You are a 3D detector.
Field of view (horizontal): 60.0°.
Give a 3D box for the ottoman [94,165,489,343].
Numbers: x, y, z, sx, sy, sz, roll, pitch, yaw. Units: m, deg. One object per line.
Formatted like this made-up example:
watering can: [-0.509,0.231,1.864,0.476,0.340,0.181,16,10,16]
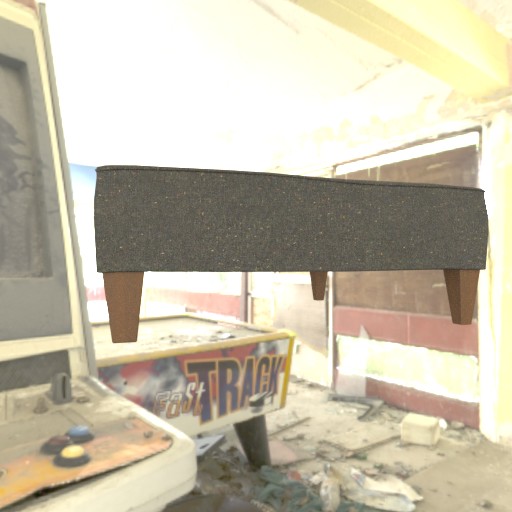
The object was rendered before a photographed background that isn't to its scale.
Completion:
ottoman: [0.000,0.000,1.485,1.004,0.382,0.968,0,-1,-18]
